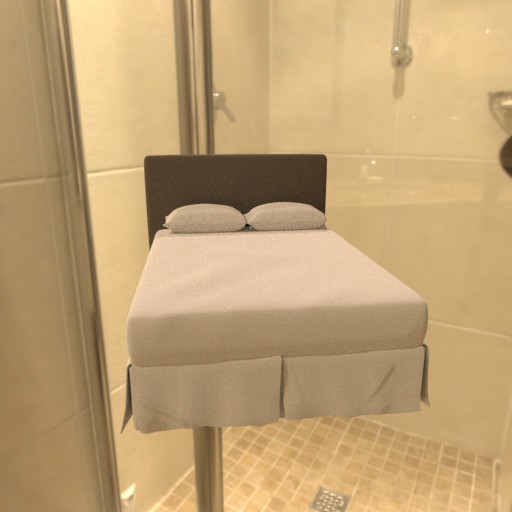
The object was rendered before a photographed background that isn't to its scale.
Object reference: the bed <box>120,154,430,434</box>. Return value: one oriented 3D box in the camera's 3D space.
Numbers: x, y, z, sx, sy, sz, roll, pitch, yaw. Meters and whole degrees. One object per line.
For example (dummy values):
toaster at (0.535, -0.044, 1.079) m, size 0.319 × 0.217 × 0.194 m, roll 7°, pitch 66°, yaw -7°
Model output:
bed at (0.000, 0.000, 3.213) m, size 1.723 × 1.330 × 2.142 m, roll -2°, pitch 16°, yaw -7°
